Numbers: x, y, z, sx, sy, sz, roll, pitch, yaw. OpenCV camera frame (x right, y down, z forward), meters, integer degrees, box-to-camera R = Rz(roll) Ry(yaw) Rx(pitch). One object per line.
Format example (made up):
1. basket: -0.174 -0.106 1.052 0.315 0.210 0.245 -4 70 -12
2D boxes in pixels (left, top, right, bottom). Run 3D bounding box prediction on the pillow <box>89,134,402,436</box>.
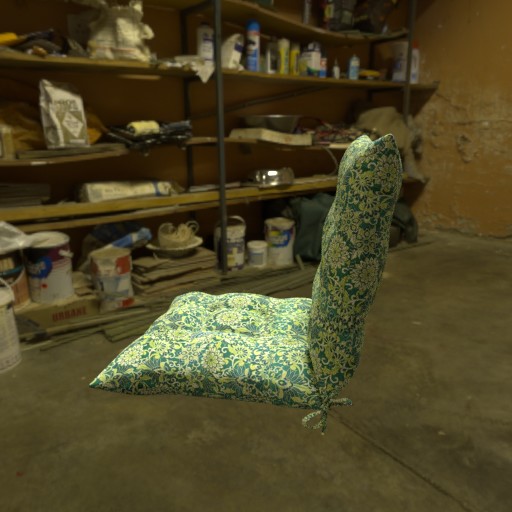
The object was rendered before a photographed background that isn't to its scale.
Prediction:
1. pillow: 0.000 0.000 1.008 0.585 0.536 0.541 3 16 9
